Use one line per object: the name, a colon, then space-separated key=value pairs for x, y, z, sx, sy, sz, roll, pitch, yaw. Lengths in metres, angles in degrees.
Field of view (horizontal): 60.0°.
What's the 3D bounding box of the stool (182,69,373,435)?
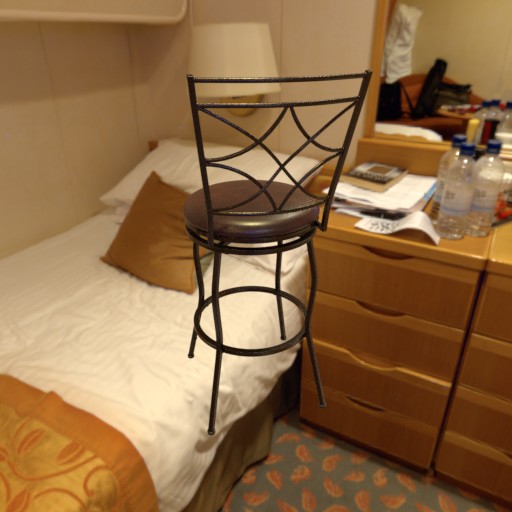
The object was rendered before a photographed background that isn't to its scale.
stool: x=0.000 y=0.000 z=1.412 sx=0.434 sy=1.117 sz=0.534 roll=-8 pitch=28 yaw=-15
